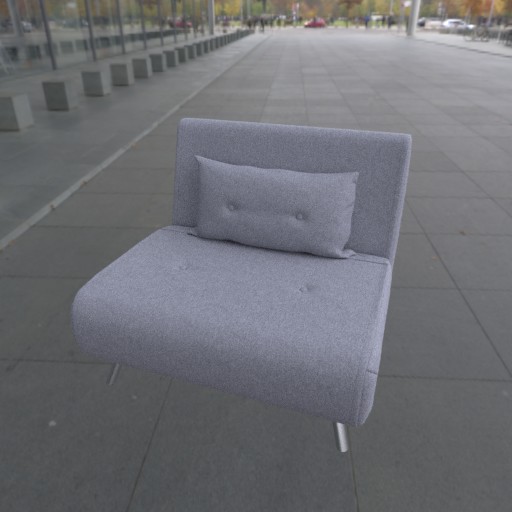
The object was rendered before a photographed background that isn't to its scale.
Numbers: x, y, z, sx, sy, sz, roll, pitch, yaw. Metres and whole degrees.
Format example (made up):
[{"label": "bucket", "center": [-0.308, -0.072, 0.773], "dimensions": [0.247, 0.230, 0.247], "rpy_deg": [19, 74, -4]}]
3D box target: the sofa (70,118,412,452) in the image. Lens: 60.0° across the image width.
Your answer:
[{"label": "sofa", "center": [0.000, 0.000, 1.706], "dimensions": [1.020, 0.825, 1.000], "rpy_deg": [9, 30, 17]}]
